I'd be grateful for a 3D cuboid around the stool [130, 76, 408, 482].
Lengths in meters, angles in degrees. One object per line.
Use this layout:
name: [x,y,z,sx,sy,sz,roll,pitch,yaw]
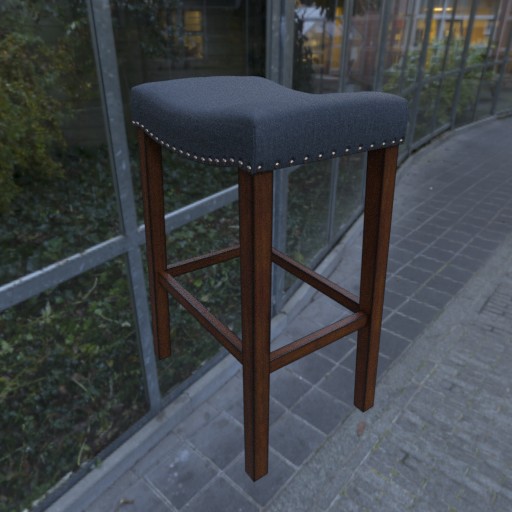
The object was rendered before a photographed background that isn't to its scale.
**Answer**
stool: [0.000,0.000,1.031,0.366,0.748,0.502,-18,32,-31]
